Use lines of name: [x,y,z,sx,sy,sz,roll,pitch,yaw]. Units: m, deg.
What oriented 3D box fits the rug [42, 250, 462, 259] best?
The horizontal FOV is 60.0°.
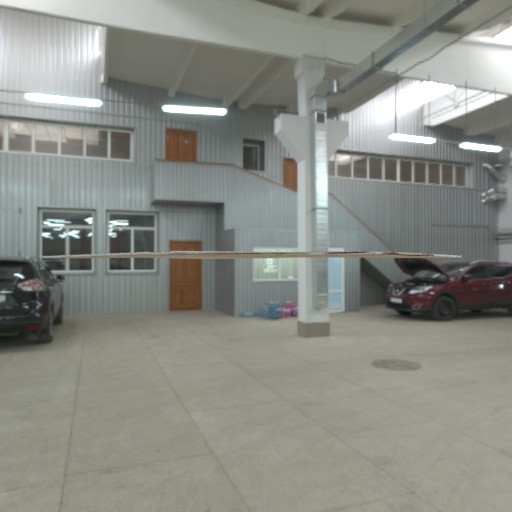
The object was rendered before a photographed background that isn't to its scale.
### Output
rug: [0.000,0.000,4.217,3.202,0.045,2.434,0,-1,35]
